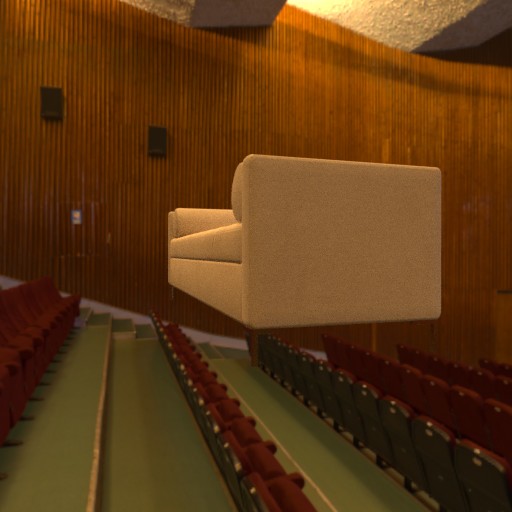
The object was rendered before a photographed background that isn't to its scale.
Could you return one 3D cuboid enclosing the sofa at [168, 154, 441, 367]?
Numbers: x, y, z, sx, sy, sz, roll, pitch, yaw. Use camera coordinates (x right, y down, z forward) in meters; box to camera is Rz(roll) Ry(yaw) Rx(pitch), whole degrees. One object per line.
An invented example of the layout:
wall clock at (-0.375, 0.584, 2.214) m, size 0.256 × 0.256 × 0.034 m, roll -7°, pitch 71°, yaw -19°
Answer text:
sofa at (0.000, 0.000, 2.325) m, size 0.686 × 0.635 × 1.981 m, roll 0°, pitch 0°, yaw -18°
